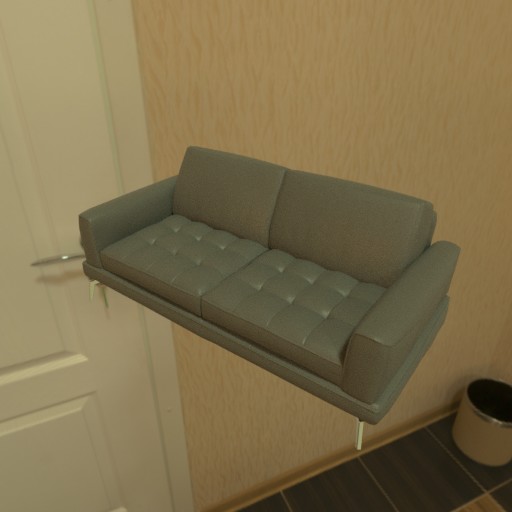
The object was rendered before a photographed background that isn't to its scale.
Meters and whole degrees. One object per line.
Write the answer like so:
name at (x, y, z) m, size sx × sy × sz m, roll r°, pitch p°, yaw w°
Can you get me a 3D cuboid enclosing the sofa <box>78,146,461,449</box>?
sofa at (0.000, 0.000, 2.739) m, size 2.177 × 0.930 × 1.121 m, roll 20°, pitch 36°, yaw 31°
